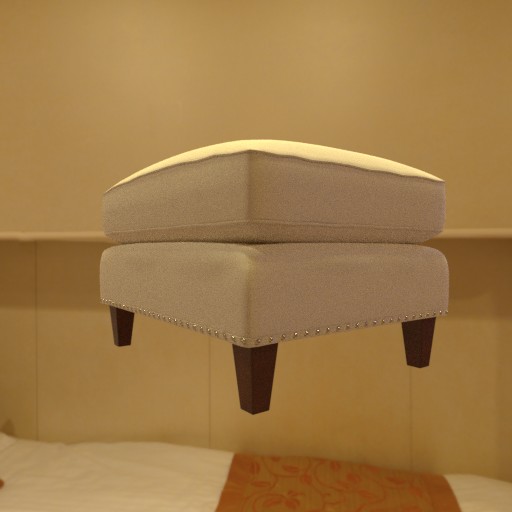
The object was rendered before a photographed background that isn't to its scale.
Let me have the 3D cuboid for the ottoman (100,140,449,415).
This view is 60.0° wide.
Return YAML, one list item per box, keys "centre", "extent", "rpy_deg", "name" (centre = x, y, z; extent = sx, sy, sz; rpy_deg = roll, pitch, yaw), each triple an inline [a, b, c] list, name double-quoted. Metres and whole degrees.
- centre: [0.000, 0.000, 1.150]
  extent: [0.584, 0.513, 0.741]
  rpy_deg: [-1, 1, -37]
  name: "ottoman"
